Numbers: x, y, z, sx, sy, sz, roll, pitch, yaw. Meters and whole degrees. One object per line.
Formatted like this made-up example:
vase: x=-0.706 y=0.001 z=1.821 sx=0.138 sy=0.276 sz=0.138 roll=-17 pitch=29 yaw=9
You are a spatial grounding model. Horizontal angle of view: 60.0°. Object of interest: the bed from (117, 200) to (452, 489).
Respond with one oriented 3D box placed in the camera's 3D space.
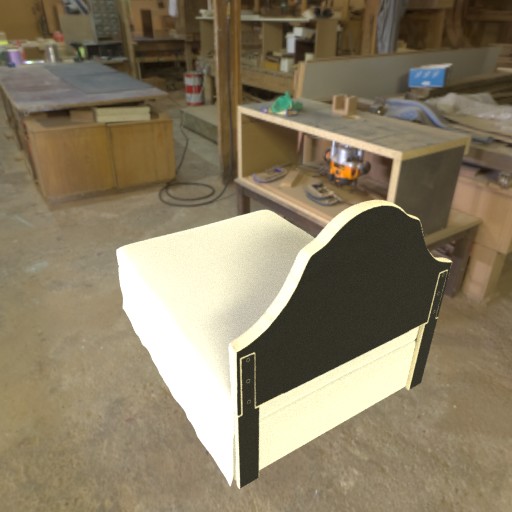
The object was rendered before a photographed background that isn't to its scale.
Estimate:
bed: x=0.000 y=0.000 z=3.237 sx=1.627 sy=1.575 sz=2.092 roll=-17 pitch=34 yaw=-27
